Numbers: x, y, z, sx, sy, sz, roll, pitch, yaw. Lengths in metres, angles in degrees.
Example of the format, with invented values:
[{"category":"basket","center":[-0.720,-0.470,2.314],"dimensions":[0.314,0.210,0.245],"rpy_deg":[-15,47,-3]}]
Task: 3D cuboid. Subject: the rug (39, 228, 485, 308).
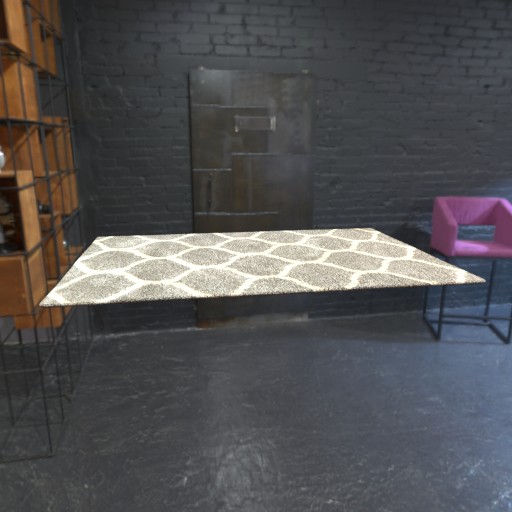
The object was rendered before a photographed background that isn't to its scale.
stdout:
[{"category":"rug","center":[0.000,0.000,3.483],"dimensions":[2.701,0.026,1.801],"rpy_deg":[-2,15,-9]}]
